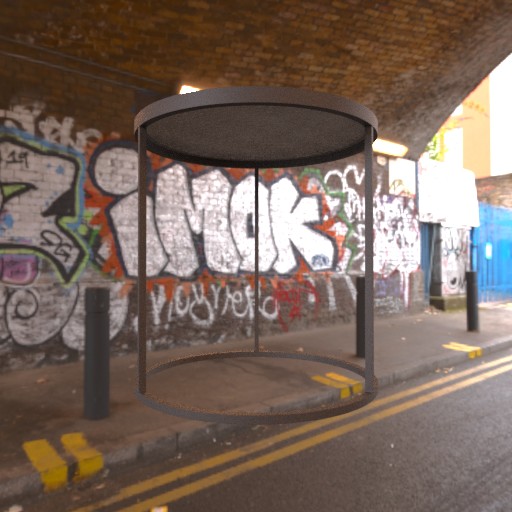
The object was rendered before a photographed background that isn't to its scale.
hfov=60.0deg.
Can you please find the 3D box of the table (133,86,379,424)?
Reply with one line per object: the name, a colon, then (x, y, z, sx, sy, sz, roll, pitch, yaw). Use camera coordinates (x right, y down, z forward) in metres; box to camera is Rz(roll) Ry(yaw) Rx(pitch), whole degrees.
table: (0.000, 0.000, 0.885, 0.470, 0.498, 0.470, 0, -1, 0)
